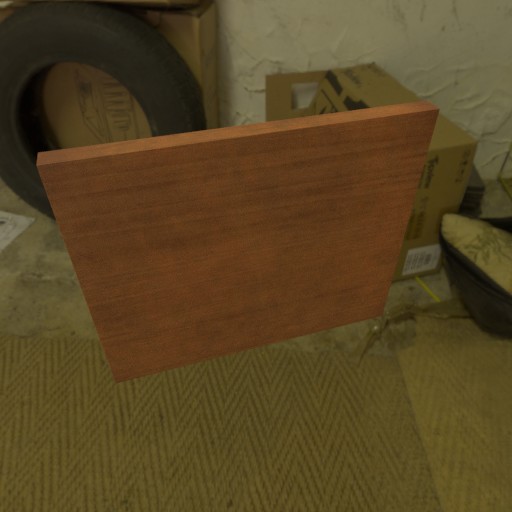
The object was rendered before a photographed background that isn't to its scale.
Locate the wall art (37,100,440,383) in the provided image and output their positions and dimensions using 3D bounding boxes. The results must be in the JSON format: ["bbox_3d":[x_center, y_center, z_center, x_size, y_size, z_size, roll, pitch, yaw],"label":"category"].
[{"bbox_3d":[0.000,0.000,0.752,0.558,0.457,0.033,-12,42,-13],"label":"wall art"}]
